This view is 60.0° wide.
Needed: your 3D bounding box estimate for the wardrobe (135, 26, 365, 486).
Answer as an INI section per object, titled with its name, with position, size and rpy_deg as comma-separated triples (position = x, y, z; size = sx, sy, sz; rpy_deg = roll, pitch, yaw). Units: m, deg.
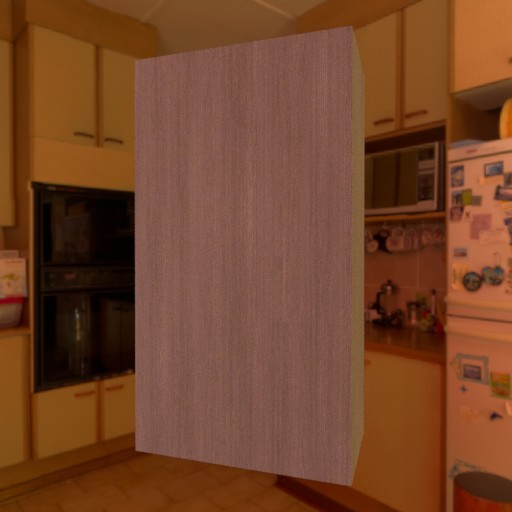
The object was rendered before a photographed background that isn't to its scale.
[wardrobe]
position = 0.000, 0.000, 2.170
size = 0.991, 1.808, 0.577
rpy_deg = 0, 1, 19
